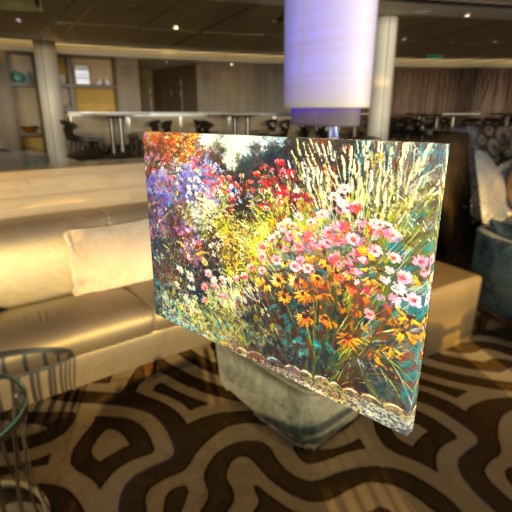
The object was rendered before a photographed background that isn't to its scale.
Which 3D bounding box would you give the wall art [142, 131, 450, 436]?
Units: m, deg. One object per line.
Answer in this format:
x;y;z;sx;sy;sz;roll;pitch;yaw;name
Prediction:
0.000;0.000;1.451;1.136;0.760;0.042;16;23;40;wall art
